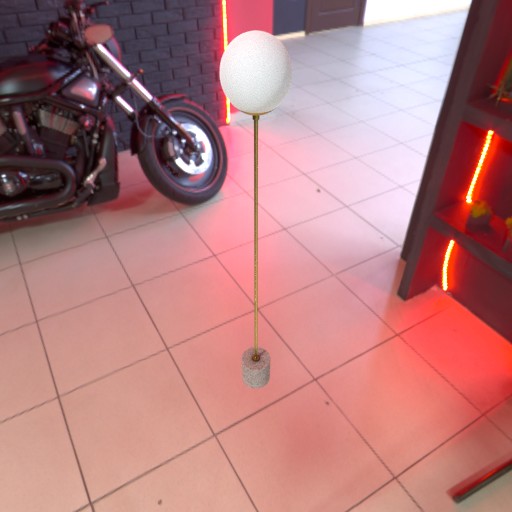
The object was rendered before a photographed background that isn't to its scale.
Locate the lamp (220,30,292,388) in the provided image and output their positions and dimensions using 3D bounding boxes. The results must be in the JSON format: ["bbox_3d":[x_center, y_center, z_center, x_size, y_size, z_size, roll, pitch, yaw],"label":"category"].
[{"bbox_3d":[0.000,0.000,1.882,0.229,1.748,0.229,1,40,1],"label":"lamp"}]
